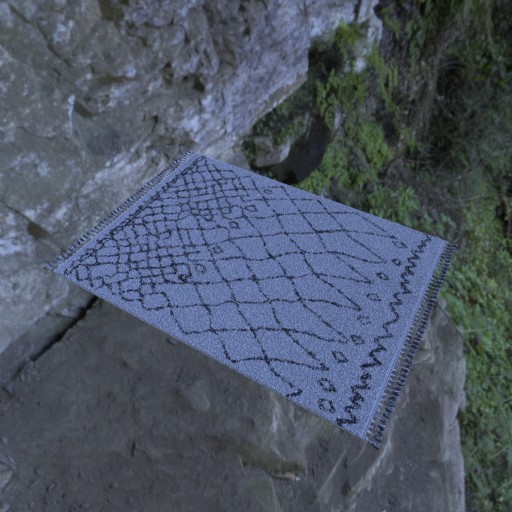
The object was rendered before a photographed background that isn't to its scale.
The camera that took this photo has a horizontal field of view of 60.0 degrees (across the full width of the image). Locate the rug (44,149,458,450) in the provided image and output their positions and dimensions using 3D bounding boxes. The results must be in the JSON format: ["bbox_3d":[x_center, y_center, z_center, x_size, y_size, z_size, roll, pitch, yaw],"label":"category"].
[{"bbox_3d":[0.000,0.000,3.006,2.312,0.017,1.613,23,51,20],"label":"rug"}]
